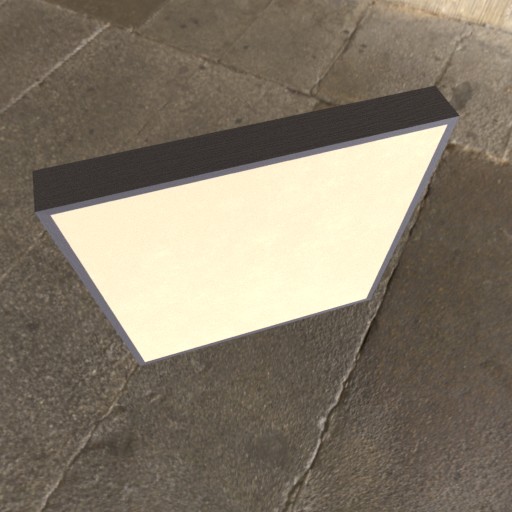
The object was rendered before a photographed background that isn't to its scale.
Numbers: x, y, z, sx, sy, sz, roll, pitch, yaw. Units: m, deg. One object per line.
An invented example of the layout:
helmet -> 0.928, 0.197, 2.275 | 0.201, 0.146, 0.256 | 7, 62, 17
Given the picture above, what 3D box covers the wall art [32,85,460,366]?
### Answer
wall art -> 0.000, 0.000, 0.438 | 0.302, 0.300, 0.036 | -15, 59, -9
